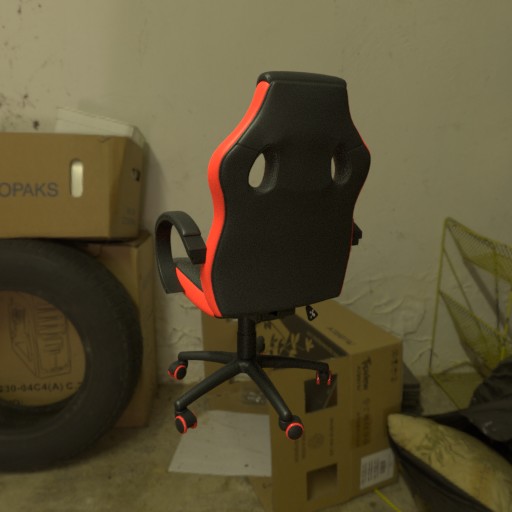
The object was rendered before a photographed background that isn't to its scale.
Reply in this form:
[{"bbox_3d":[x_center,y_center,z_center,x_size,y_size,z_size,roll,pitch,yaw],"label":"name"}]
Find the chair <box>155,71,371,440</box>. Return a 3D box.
[{"bbox_3d":[0.000,0.000,1.406,0.600,1.016,0.642,-7,16,-25],"label":"chair"}]
